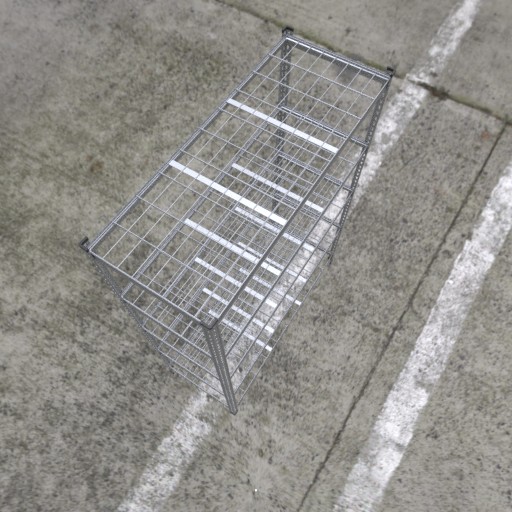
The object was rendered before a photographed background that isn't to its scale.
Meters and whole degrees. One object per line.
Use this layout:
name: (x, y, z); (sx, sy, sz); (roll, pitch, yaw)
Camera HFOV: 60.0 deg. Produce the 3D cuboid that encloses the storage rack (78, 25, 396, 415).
storage rack: (0.000, 0.000, 2.752); (0.610, 1.981, 1.524); (30, 66, 15)
